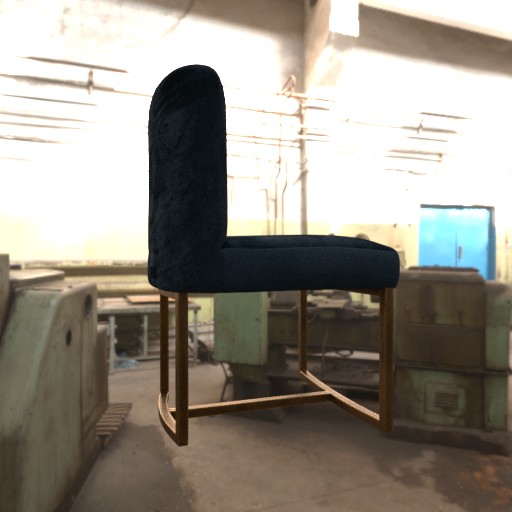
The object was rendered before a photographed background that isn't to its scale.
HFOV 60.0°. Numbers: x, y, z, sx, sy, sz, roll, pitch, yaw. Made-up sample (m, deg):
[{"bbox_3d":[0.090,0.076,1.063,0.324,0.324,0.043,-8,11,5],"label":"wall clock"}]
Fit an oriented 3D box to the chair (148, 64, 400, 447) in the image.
[{"bbox_3d":[0.000,0.000,1.192,0.560,0.824,0.530,0,1,-19],"label":"chair"}]
